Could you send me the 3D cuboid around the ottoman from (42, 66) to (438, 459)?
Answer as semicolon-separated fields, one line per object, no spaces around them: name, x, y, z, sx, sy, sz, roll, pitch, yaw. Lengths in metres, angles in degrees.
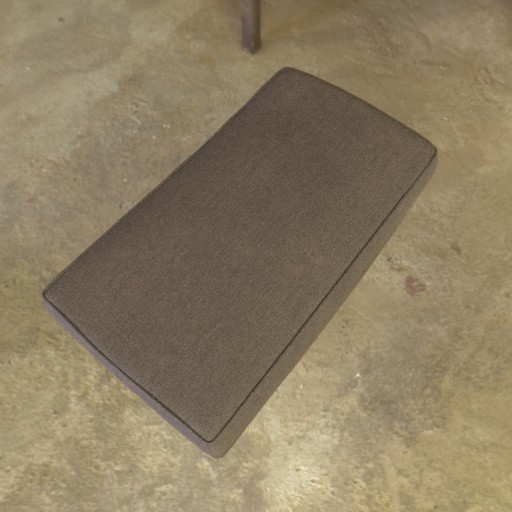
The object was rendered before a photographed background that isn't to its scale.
ottoman;0.000;0.000;1.130;0.490;0.448;0.864;35;69;16
